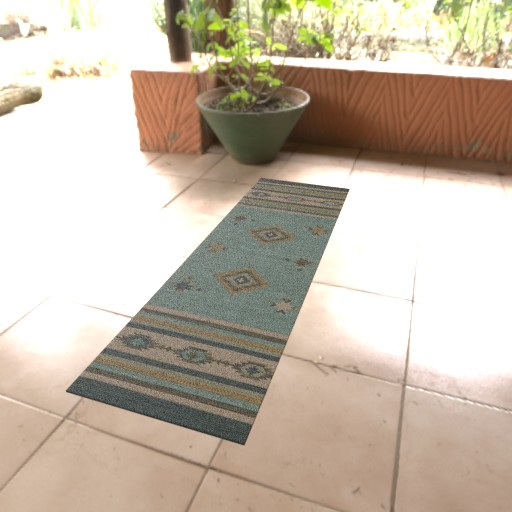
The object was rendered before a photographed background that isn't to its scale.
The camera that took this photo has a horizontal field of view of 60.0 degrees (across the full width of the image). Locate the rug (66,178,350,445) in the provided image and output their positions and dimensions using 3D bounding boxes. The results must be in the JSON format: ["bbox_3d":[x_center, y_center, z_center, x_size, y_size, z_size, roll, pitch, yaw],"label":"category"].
[{"bbox_3d":[0.000,0.000,2.625,0.744,0.010,2.441,10,32,16],"label":"rug"}]
